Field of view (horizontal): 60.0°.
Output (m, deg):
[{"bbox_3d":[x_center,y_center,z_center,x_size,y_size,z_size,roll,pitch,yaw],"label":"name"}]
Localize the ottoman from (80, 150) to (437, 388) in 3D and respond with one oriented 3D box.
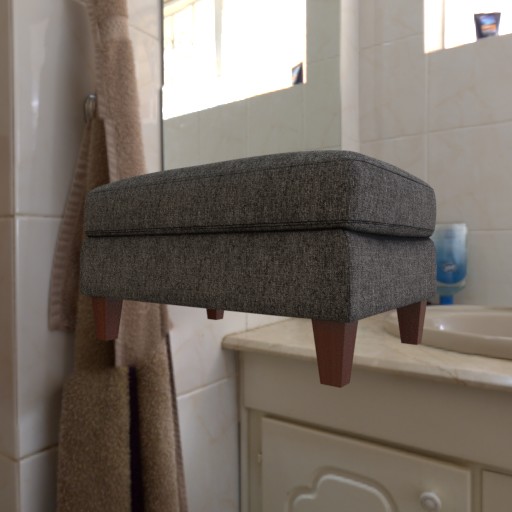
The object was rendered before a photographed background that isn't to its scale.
[{"bbox_3d":[0.000,0.000,1.257,0.864,0.483,0.584,1,1,37],"label":"ottoman"}]
